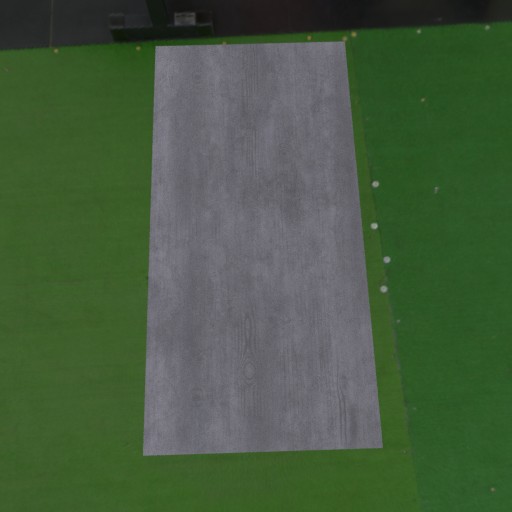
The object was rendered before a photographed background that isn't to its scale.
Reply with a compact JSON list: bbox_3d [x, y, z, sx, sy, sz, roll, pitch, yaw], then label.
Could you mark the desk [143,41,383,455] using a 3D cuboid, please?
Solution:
[{"bbox_3d":[0.000,0.000,1.615,0.600,0.740,1.200,-2,76,0],"label":"desk"}]
